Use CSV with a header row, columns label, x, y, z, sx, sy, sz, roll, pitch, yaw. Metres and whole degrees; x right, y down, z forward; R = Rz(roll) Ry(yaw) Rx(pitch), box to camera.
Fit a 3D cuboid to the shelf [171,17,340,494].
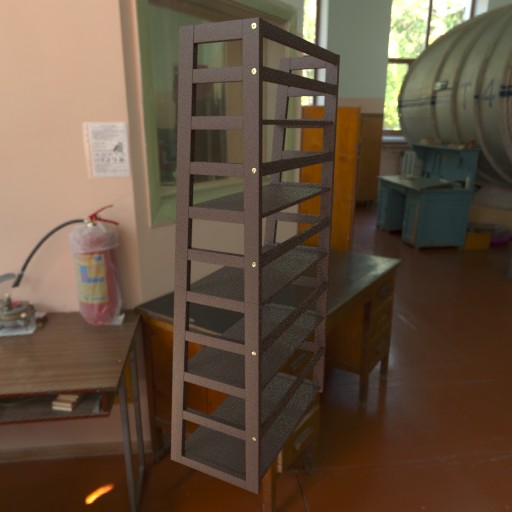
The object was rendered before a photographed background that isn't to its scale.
label,x,y,z,sx,sy,sz,roll,pitch,yaw
shelf,0.000,0.000,1.836,0.403,1.600,0.763,8,18,26
